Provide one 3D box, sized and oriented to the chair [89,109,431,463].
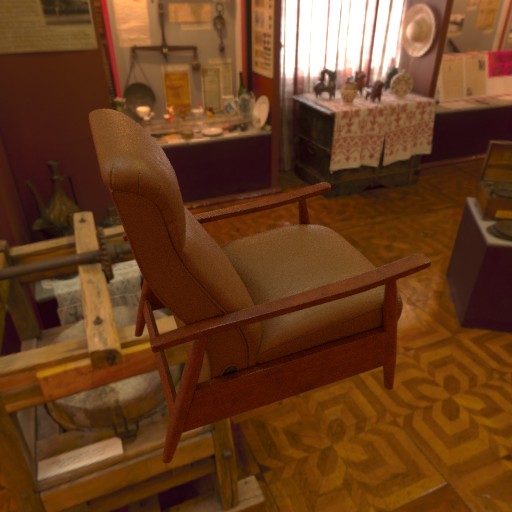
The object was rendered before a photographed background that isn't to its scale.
[{"bbox_3d":[0.000,0.000,1.713,1.014,1.082,0.762,-11,33,-18],"label":"chair"}]
